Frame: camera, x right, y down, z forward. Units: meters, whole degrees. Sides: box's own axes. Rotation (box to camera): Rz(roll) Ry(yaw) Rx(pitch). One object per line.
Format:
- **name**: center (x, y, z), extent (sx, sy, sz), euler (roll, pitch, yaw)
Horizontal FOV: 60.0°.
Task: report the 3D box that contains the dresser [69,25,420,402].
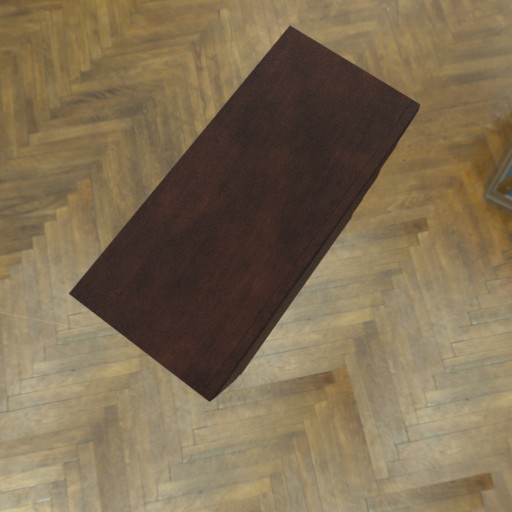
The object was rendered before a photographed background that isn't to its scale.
- **dresser**: center (0.000, 0.000, 2.027), extent (0.506, 1.514, 1.072), euler (35, 79, 8)
